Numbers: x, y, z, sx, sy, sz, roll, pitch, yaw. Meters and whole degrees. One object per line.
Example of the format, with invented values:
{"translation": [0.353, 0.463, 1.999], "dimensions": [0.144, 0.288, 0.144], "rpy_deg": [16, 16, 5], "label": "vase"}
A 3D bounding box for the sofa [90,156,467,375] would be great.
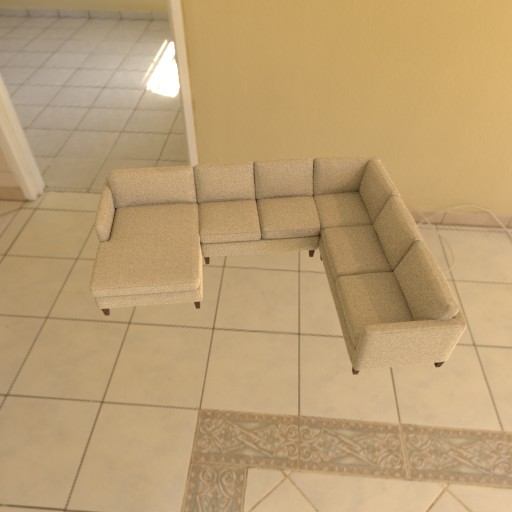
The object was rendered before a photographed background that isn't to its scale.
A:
{"translation": [0.000, 0.000, 4.761], "dimensions": [3.460, 0.959, 2.593], "rpy_deg": [-4, 45, -4], "label": "sofa"}
